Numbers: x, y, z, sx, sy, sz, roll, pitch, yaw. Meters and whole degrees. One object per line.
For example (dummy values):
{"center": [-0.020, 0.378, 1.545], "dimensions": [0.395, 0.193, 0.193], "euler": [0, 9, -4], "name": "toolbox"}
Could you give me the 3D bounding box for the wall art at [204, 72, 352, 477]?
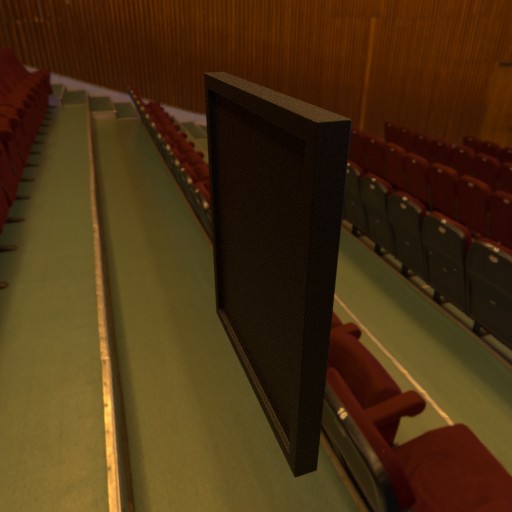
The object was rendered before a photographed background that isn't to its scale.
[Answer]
{"center": [0.000, 0.000, 0.535], "dimensions": [0.028, 0.381, 0.328], "euler": [-10, 30, -17], "name": "wall art"}
